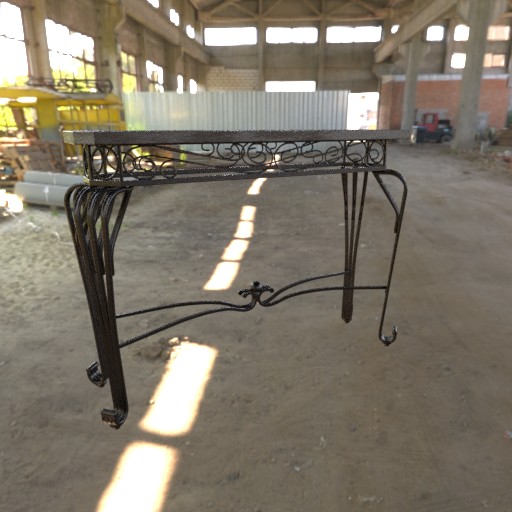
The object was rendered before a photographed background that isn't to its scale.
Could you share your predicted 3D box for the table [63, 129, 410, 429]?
[{"bbox_3d":[0.000,0.000,1.466,1.112,0.800,0.329,-9,18,-27],"label":"table"}]
